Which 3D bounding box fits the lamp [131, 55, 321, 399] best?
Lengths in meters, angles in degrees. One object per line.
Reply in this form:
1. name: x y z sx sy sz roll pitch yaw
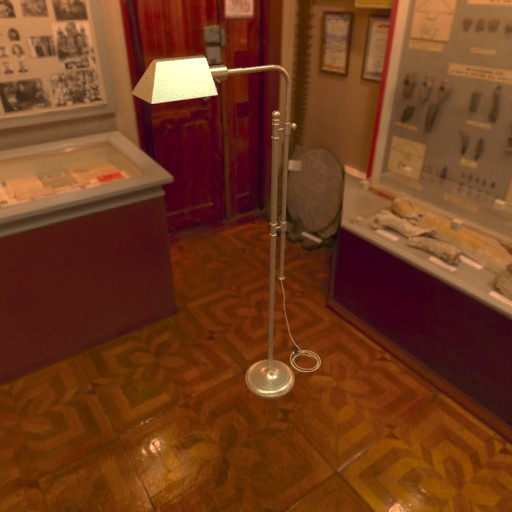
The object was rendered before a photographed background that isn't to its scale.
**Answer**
1. lamp: 0.000 0.000 1.857 0.813 1.571 0.256 -19 37 -28
